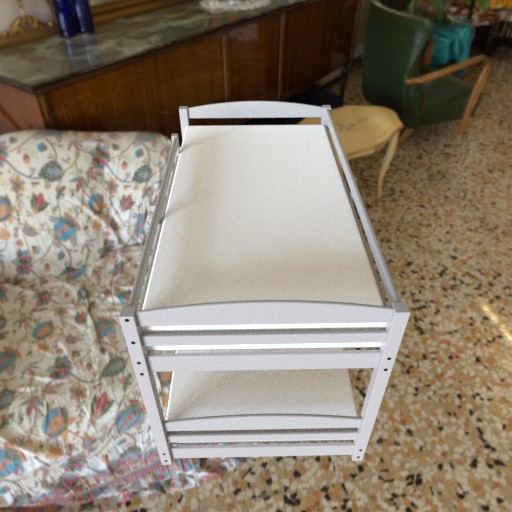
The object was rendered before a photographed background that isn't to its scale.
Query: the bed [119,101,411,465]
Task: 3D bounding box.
[{"bbox_3d":[0.000,0.000,2.755,1.105,1.206,2.013,-1,40,-1],"label":"bed"}]
